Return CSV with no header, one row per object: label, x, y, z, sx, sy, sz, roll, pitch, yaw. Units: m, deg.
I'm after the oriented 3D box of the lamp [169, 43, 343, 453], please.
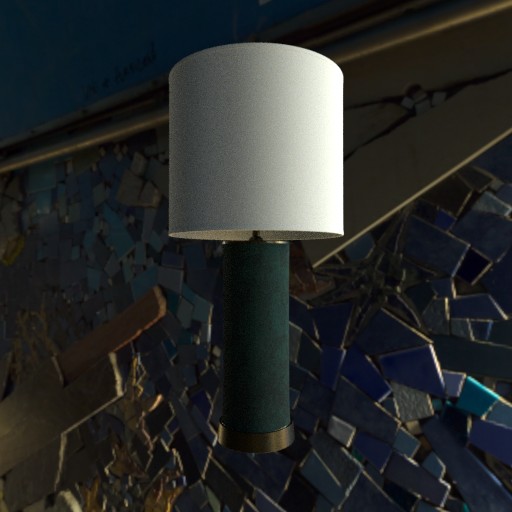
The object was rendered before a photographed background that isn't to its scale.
lamp,0.000,0.000,0.776,0.301,0.630,0.301,0,-1,-35
